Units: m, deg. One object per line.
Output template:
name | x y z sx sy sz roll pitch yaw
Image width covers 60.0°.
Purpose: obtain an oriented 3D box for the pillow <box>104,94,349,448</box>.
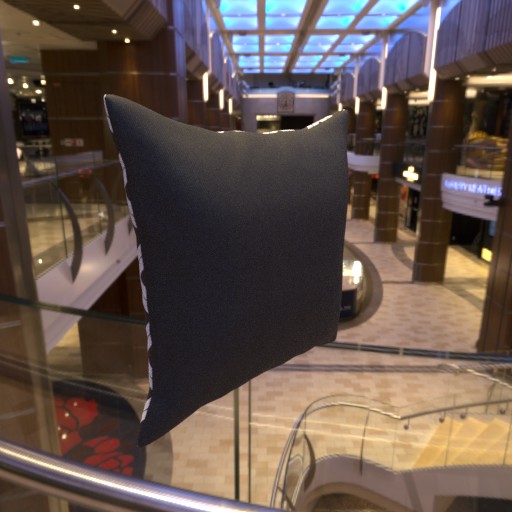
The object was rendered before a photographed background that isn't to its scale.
pillow | 0.000 0.000 0.757 0.188 0.494 0.504 15 22 43
